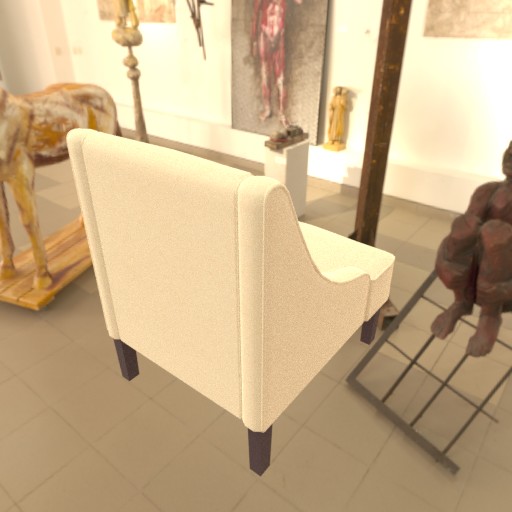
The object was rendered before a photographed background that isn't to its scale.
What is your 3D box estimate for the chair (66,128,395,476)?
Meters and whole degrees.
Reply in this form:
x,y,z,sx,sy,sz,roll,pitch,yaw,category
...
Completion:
x,y,z,sx,sy,sz,roll,pitch,yaw,category
0.000,0.000,1.475,0.689,0.886,0.806,22,37,32,chair
